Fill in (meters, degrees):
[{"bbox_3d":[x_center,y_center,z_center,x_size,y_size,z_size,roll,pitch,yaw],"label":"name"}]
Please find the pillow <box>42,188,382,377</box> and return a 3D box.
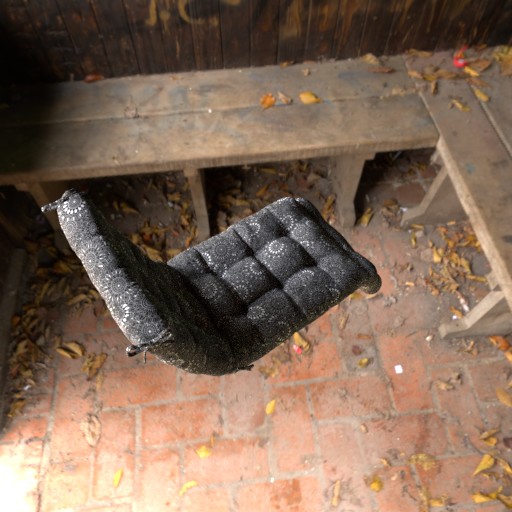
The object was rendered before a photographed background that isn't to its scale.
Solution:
[{"bbox_3d":[0.000,0.000,1.527,1.016,0.863,0.526,-31,63,-18],"label":"pillow"}]
